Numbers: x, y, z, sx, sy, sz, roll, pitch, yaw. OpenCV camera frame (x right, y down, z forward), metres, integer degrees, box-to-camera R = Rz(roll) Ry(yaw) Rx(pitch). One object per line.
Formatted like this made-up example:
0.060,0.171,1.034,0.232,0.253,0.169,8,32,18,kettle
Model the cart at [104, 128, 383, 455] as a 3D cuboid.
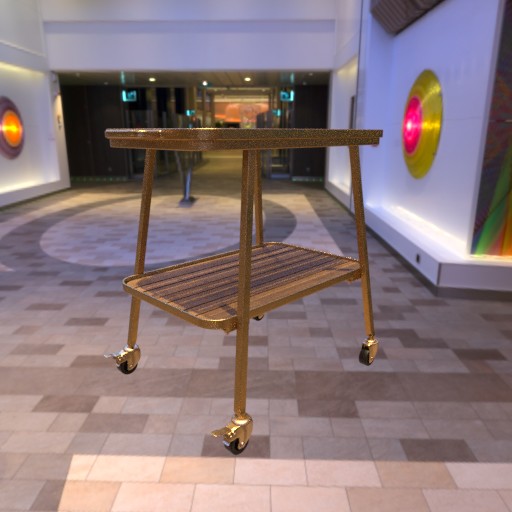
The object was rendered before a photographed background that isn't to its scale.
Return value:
0.000,0.000,1.275,0.524,0.700,0.806,15,22,43,cart
